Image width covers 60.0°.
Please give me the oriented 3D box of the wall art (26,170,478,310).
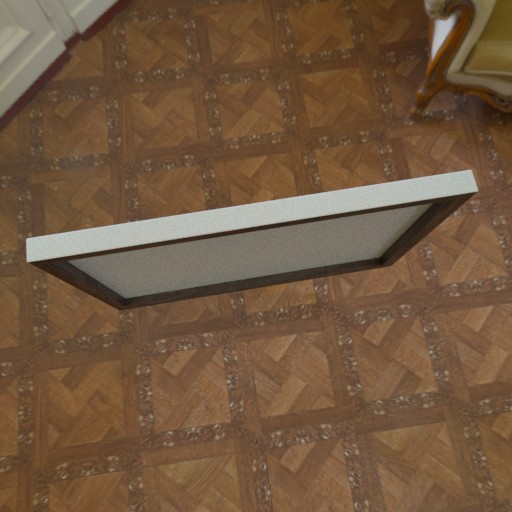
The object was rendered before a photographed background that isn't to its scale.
[{"bbox_3d":[0.000,0.000,1.184,0.914,0.610,0.050,-9,74,-3],"label":"wall art"}]
